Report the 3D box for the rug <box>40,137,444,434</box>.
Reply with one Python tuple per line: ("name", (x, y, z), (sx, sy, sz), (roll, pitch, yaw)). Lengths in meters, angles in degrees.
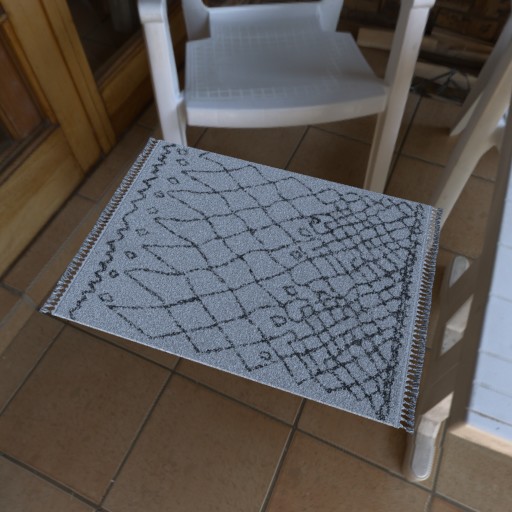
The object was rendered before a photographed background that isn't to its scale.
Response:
("rug", (0.000, 0.000, 2.975), (2.312, 0.017, 1.613), (16, 60, 9))
